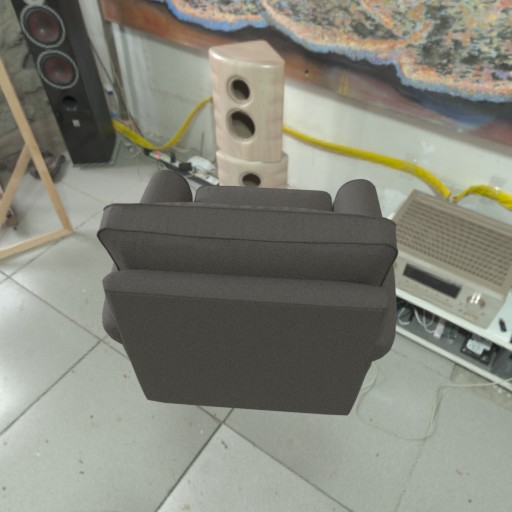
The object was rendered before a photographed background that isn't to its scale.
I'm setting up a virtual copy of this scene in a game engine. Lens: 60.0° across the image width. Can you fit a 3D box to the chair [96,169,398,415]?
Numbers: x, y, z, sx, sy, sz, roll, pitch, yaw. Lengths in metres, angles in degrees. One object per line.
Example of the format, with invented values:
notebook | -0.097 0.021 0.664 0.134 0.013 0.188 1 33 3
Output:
chair | 0.000 0.000 1.799 1.029 0.967 0.966 3 47 3
